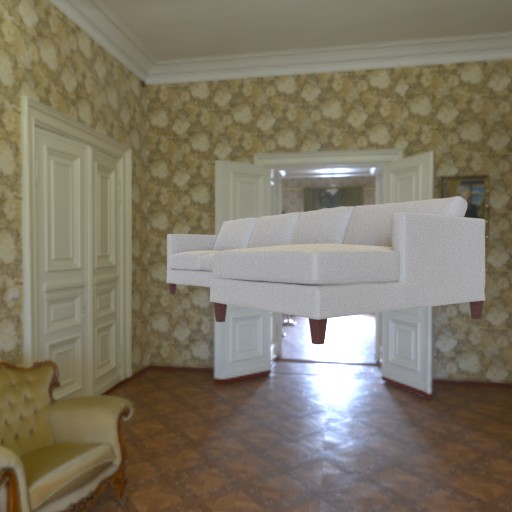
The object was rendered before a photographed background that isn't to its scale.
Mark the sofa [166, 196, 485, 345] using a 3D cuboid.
[{"bbox_3d":[0.000,0.000,3.855,1.625,0.861,3.186,0,0,-36],"label":"sofa"}]
